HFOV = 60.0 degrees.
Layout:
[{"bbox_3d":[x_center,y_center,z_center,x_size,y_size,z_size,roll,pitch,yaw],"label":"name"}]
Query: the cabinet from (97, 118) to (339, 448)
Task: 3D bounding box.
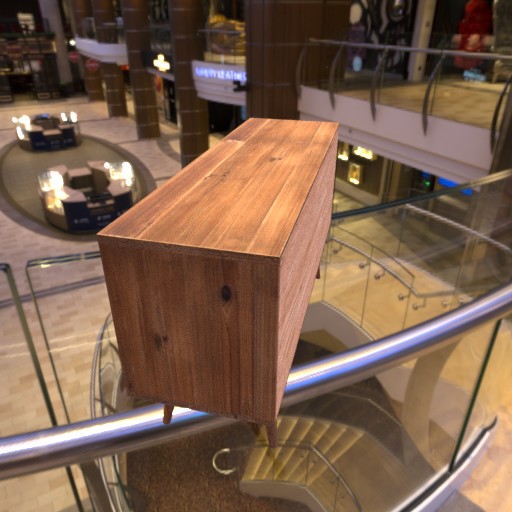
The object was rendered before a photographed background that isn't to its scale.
[{"bbox_3d":[0.000,0.000,1.801,0.472,0.800,1.400,7,29,13],"label":"cabinet"}]
